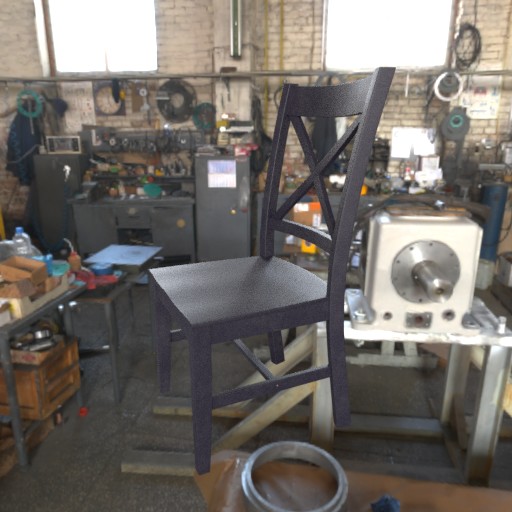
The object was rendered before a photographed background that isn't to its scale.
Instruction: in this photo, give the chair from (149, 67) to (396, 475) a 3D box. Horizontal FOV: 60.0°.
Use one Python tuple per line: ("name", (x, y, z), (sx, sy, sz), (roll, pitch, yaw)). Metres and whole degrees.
("chair", (0.000, 0.000, 1.279), (0.542, 0.983, 0.485), (-8, 18, -24))
